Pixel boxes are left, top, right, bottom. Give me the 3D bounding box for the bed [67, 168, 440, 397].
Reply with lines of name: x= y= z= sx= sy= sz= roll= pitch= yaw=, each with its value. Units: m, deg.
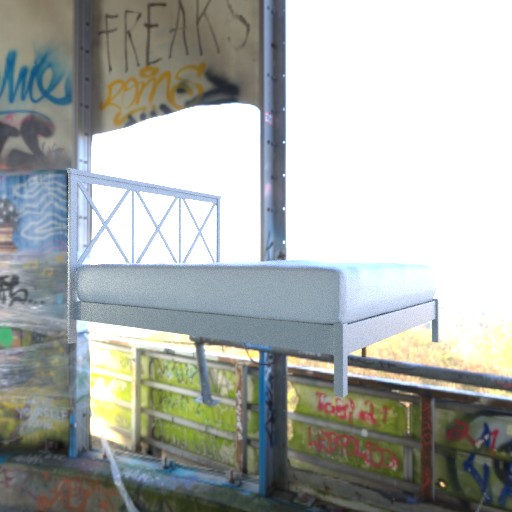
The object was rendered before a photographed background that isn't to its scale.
bed: x=0.000 y=0.000 z=3.212 sx=2.135 sy=1.253 sz=1.673 roll=0 pitch=-1 yaw=36
